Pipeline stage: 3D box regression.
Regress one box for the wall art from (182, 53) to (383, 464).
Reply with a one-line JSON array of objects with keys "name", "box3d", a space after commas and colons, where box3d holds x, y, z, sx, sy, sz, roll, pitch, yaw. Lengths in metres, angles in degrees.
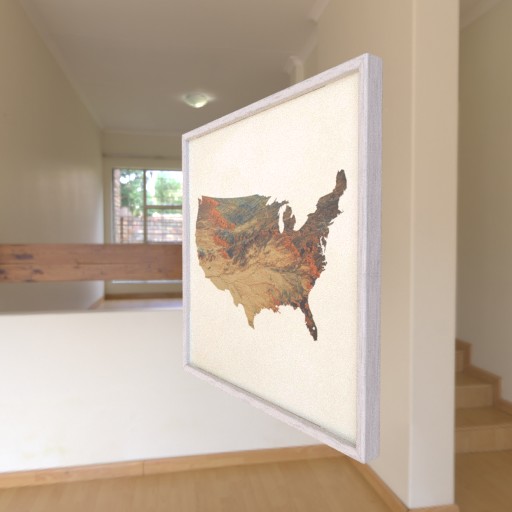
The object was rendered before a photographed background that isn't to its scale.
[{"name": "wall art", "box3d": [0.000, 0.000, 1.929, 0.078, 1.288, 1.287, -1, 2, -35]}]
